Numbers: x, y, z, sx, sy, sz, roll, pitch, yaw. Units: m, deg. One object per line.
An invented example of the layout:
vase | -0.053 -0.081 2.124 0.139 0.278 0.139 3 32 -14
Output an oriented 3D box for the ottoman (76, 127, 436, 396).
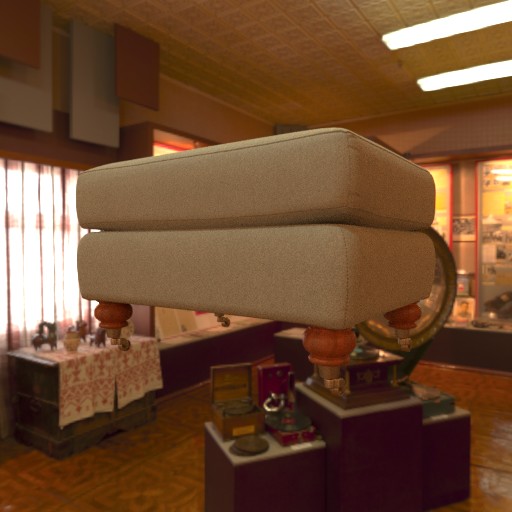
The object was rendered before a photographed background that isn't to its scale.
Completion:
ottoman | 0.000 0.000 1.133 0.773 0.499 0.569 1 1 35
